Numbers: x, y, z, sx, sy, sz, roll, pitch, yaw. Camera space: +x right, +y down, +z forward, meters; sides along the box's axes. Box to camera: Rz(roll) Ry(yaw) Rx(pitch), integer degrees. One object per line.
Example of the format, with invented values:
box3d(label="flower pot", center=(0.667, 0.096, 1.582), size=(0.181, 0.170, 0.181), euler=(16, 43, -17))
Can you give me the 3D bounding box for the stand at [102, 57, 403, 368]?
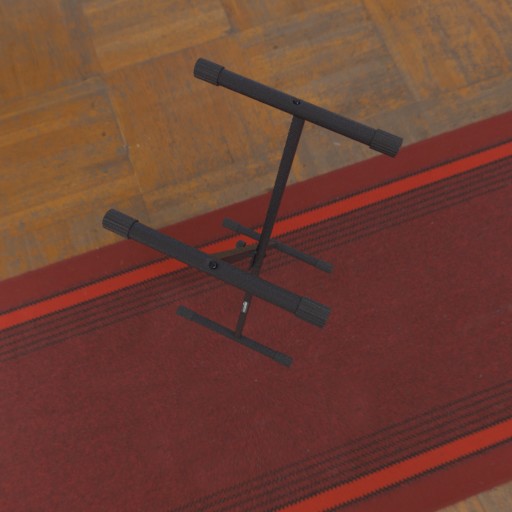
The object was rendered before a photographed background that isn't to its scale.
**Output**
box3d(label="stand", center=(0.000, 0.000, 1.191), size=(0.449, 0.940, 0.409), euler=(24, 76, 7))
